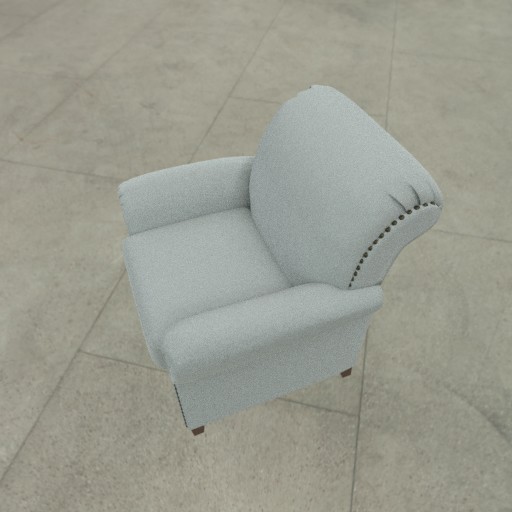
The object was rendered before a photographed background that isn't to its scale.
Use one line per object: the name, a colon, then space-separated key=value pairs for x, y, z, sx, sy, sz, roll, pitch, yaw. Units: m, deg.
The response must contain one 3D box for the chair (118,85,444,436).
chair: x=0.000 y=0.000 z=1.591 sx=0.890 sy=0.927 sz=0.854 roll=-16 pitch=49 yaw=-14
